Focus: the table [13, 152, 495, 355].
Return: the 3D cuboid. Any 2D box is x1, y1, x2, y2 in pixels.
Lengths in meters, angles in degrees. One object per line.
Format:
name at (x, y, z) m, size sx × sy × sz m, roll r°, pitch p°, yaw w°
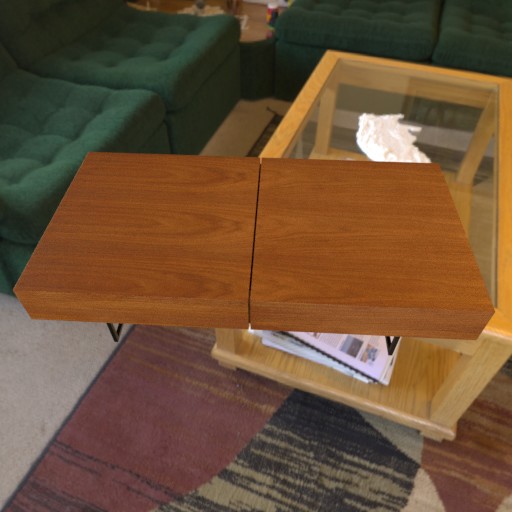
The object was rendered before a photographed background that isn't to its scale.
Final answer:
table at (0.000, 0.000, 1.422) m, size 1.194 × 0.330 × 0.610 m, roll 2°, pitch 47°, yaw 2°
